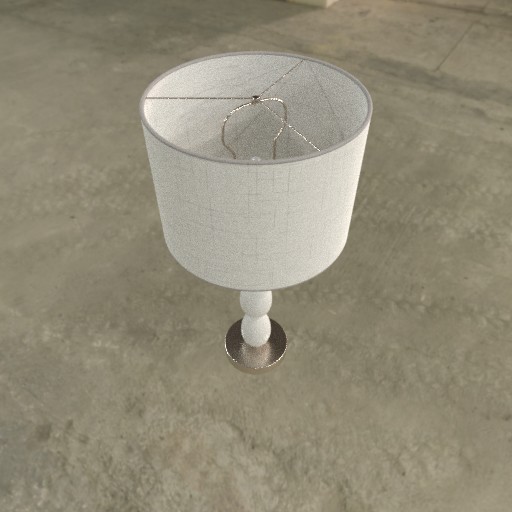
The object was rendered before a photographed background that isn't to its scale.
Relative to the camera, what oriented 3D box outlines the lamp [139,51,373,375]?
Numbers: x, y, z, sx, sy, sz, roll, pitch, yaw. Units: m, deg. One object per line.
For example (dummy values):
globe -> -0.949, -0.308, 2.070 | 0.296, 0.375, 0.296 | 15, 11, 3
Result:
lamp -> 0.000, 0.000, 0.740 | 0.282, 0.559, 0.280 | -23, 50, -20
